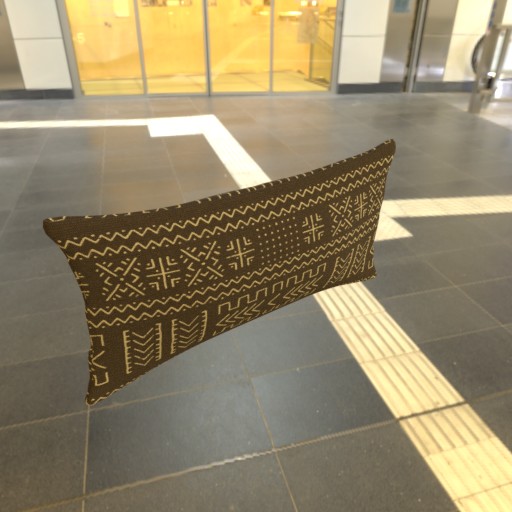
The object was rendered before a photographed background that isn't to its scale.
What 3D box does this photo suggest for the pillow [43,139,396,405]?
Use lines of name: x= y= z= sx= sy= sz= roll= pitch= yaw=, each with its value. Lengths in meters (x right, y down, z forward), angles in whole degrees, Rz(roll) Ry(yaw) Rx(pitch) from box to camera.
pillow: x=0.000 y=0.000 z=0.790 sx=0.667 sy=0.322 sz=0.135 roll=-19 pitch=35 yaw=-30
